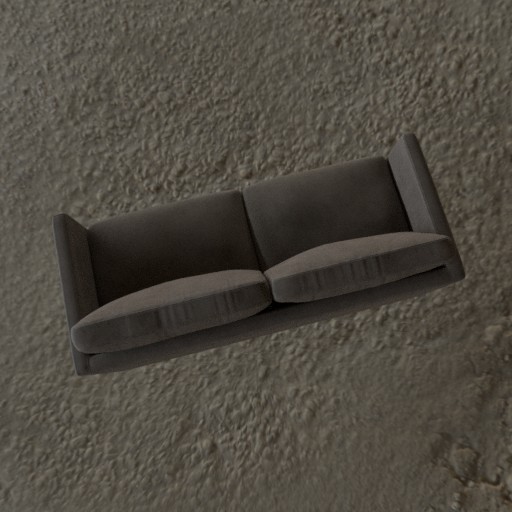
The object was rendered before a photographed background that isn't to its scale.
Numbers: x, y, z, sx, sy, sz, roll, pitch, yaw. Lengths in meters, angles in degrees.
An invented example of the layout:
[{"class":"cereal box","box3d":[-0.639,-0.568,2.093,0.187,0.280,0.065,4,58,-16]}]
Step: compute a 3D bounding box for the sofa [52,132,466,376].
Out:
[{"class":"sofa","box3d":[0.000,0.000,2.749,2.208,0.965,0.951,-14,78,-3]}]
